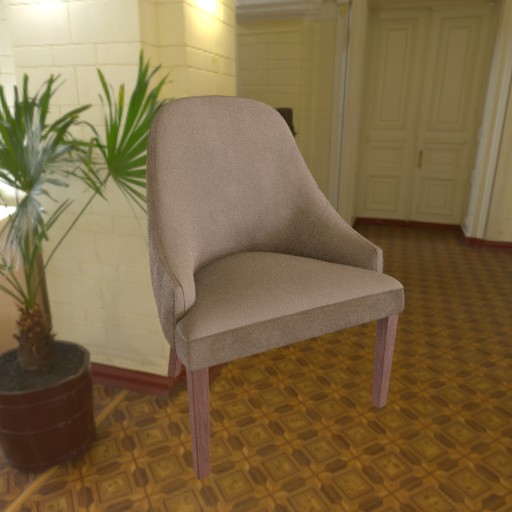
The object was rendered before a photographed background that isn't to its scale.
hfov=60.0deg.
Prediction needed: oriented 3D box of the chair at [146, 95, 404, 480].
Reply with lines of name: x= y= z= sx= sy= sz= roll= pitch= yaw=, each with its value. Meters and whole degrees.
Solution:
chair: x=0.000 y=0.000 z=1.288 sx=0.643 sy=0.889 sz=0.575 roll=-10 pitch=21 yaw=-27
